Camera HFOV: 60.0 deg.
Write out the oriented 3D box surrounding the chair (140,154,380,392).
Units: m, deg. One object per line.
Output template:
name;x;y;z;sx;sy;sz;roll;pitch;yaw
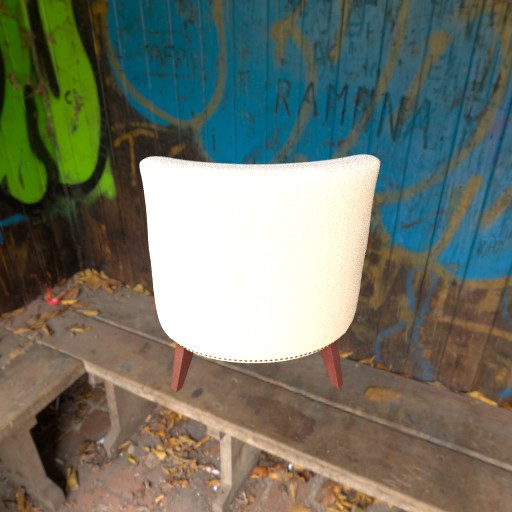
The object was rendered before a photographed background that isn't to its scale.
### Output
chair;0.000;0.000;1.534;0.701;0.909;0.861;-1;29;-1
